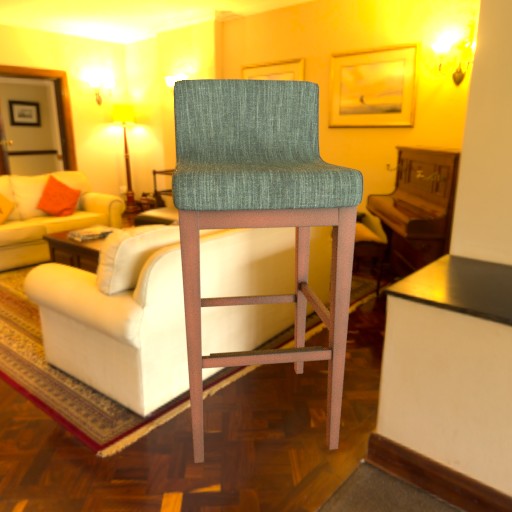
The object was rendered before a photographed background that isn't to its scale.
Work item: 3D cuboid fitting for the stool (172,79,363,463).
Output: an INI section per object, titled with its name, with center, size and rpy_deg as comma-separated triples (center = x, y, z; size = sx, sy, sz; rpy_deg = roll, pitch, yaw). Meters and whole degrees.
[stool]
center = 0.000, 0.000, 1.239
size = 0.426, 0.965, 0.499
rpy_deg = -2, 16, -8
